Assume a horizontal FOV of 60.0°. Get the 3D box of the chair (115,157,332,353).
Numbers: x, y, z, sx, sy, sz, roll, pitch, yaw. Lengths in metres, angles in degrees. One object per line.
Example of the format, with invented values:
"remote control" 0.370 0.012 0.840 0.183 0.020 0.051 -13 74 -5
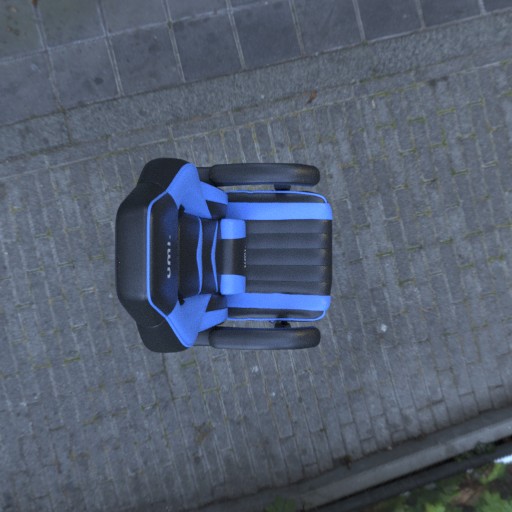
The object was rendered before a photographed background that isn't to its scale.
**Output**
"chair" 0.000 0.000 1.676 0.700 1.280 0.700 0 89 -1
